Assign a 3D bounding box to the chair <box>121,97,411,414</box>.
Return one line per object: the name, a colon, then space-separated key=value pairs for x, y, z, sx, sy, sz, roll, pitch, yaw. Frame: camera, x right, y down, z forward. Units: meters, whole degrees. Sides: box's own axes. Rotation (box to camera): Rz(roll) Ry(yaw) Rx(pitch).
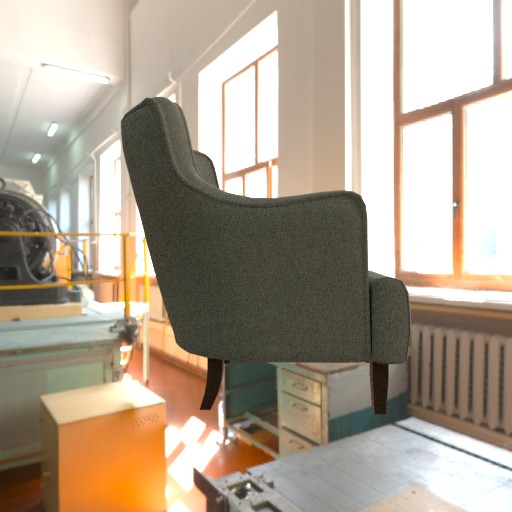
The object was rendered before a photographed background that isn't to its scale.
chair: x=0.000 y=0.000 z=1.606 sx=0.910 sy=0.920 sz=0.820 roll=0 pitch=0 yaw=2
